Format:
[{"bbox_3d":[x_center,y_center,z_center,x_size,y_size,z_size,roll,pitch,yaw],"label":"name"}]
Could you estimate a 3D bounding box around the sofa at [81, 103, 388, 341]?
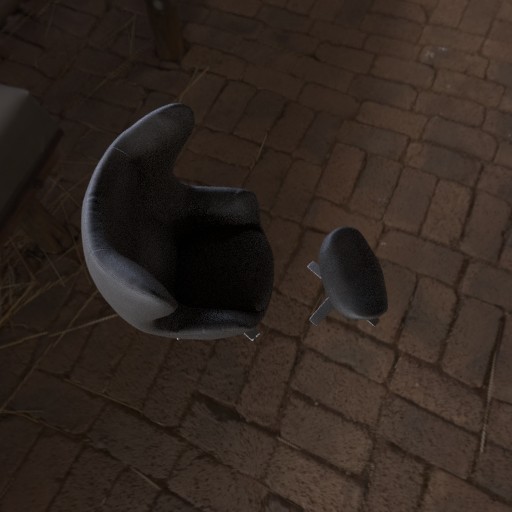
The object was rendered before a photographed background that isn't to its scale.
[{"bbox_3d":[0.000,0.000,2.131,1.444,1.135,0.894,1,65,0],"label":"sofa"}]
